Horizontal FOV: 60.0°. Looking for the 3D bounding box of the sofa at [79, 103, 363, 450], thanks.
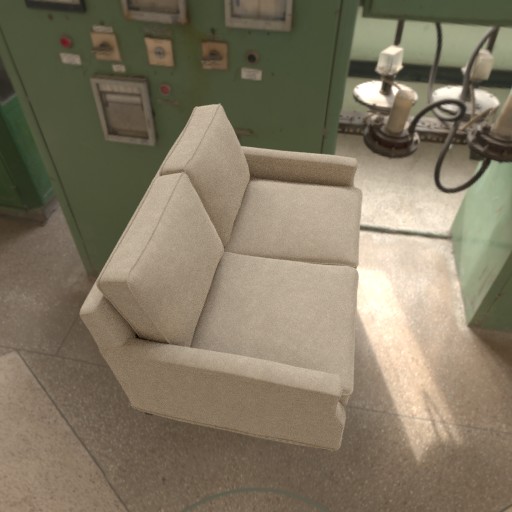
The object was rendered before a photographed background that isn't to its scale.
[{"bbox_3d":[0.000,0.000,2.336,1.084,1.002,1.597,8,47,8],"label":"sofa"}]
